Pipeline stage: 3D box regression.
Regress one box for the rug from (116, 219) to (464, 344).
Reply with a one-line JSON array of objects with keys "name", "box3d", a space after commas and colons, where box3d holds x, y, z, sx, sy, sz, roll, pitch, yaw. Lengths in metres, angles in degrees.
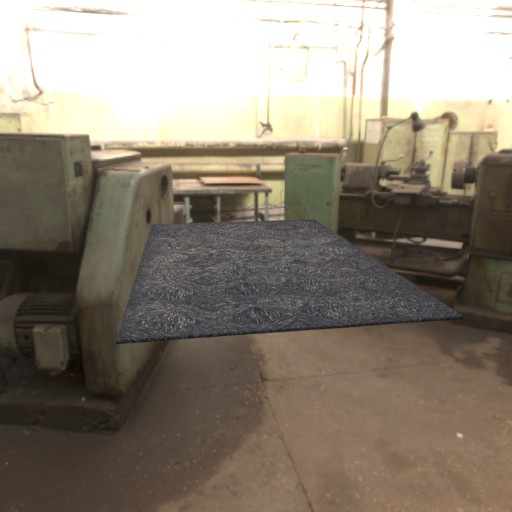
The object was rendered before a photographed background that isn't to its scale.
[{"name": "rug", "box3d": [0.000, 0.000, 2.237, 1.139, 0.010, 1.754, -3, 16, -9]}]
